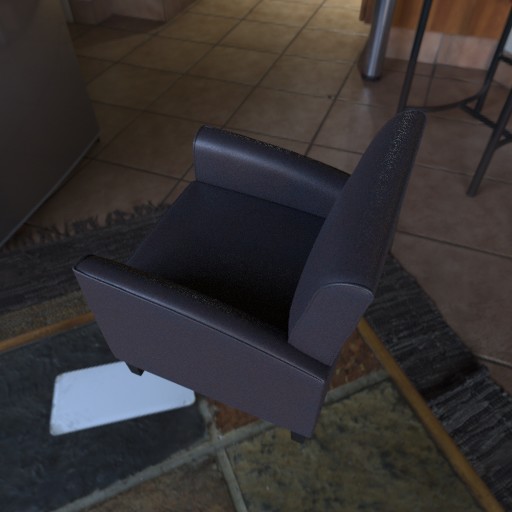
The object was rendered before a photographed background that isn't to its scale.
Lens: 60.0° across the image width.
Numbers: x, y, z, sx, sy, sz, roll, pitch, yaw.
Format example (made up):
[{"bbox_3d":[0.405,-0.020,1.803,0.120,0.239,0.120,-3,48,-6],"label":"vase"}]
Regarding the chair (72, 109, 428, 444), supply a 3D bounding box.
[{"bbox_3d":[0.000,0.000,1.528,0.819,0.916,0.820,17,50,15],"label":"chair"}]
